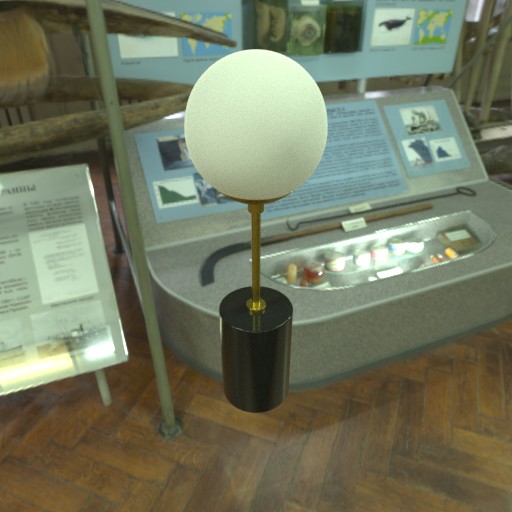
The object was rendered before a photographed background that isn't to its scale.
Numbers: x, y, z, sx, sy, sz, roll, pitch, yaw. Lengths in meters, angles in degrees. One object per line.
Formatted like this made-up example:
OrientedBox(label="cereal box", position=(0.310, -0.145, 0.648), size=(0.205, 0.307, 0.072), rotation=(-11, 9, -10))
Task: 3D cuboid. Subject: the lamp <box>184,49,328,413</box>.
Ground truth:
OrientedBox(label="lamp", position=(0.000, 0.000, 0.566), size=(0.153, 0.480, 0.153), rotation=(0, 32, 0))
